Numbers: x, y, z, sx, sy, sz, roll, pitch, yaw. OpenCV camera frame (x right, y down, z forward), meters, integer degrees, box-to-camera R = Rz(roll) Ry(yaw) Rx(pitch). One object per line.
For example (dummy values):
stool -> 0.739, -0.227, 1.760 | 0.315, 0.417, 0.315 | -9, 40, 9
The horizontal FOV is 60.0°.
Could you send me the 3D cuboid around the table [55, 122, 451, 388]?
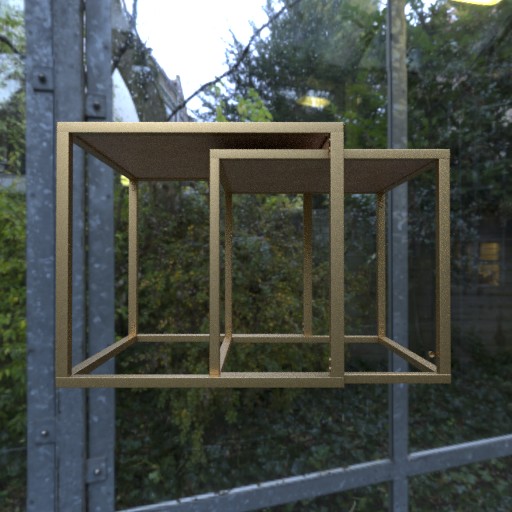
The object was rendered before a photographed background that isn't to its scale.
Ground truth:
table -> 0.000, 0.000, 1.093 | 0.762, 0.505, 0.505 | 0, -1, 0
